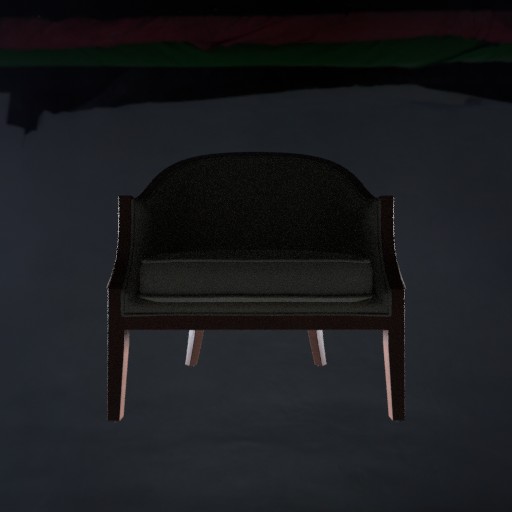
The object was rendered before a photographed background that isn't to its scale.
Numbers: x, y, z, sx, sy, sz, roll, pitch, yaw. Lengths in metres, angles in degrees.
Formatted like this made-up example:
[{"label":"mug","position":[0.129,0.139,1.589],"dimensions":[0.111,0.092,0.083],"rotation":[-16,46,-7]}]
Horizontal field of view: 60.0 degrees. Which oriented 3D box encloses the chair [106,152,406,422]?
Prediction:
[{"label":"chair","position":[0.000,0.000,1.489],"dimensions":[0.803,0.876,0.735],"rotation":[0,-1,0]}]
